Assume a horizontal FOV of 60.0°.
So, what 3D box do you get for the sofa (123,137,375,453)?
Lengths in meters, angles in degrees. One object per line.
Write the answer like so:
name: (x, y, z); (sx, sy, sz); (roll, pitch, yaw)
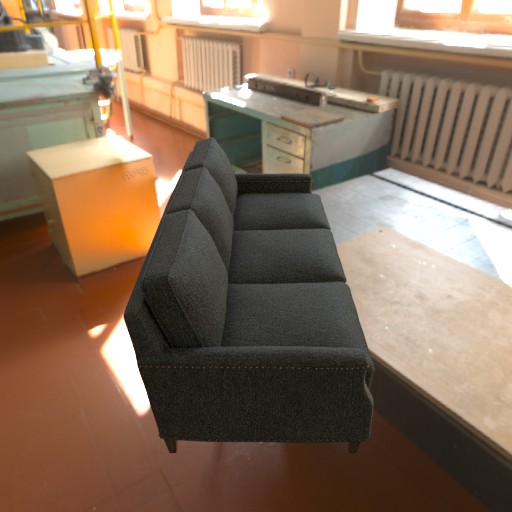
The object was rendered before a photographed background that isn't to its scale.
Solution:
sofa: (0.000, 0.000, 2.854); (1.084, 1.003, 2.246); (0, 31, 0)
